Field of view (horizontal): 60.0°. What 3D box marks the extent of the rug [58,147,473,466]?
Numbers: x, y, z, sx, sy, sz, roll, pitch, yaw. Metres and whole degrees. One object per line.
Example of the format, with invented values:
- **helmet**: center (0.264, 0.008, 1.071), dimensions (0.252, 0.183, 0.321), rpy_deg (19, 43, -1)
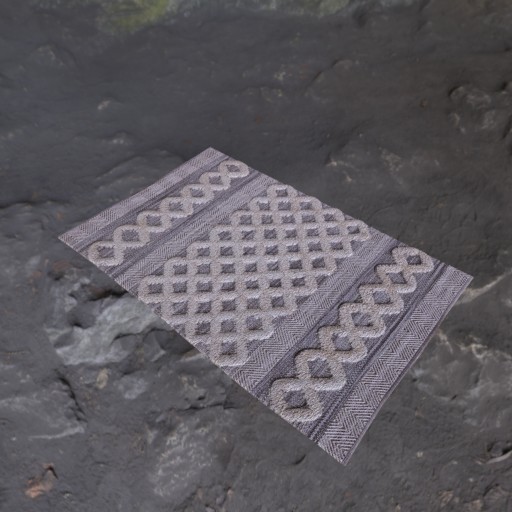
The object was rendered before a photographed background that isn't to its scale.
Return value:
- **rug**: center (0.000, 0.000, 2.926), dimensions (2.333, 0.033, 1.513), rpy_deg (31, 53, 27)
